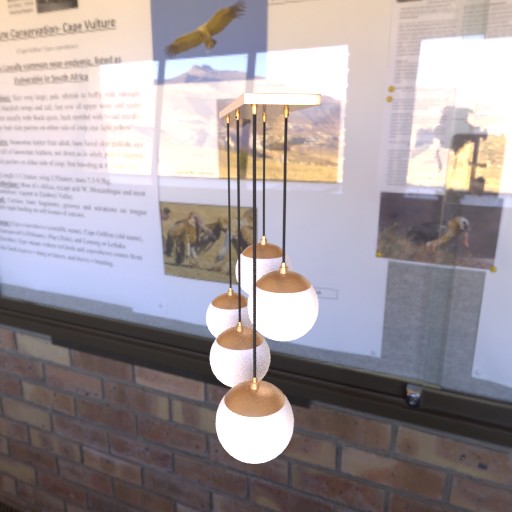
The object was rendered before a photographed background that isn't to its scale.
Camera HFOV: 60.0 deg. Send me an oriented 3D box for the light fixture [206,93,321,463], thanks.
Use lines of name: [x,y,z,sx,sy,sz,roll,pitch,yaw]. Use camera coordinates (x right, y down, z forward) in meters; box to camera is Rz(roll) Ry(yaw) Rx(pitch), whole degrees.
light fixture: [0.000,0.000,1.353,0.299,0.869,0.863,-2,15,-8]
